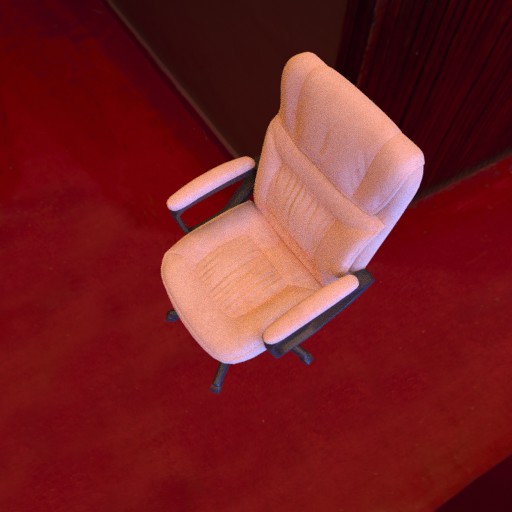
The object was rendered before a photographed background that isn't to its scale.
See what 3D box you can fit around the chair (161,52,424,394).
[{"bbox_3d":[0.000,0.000,1.537,0.724,1.105,0.667,-32,67,-15],"label":"chair"}]
